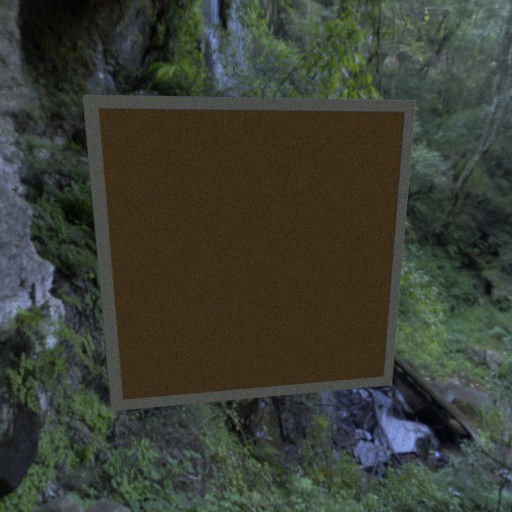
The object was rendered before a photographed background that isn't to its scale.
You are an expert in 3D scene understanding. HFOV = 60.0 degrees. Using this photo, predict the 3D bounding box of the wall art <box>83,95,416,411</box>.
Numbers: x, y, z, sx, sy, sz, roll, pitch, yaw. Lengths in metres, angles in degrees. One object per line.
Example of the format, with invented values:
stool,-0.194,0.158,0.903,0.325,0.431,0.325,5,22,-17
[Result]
wall art,0.000,0.000,0.456,0.305,0.305,0.038,-2,15,-9
